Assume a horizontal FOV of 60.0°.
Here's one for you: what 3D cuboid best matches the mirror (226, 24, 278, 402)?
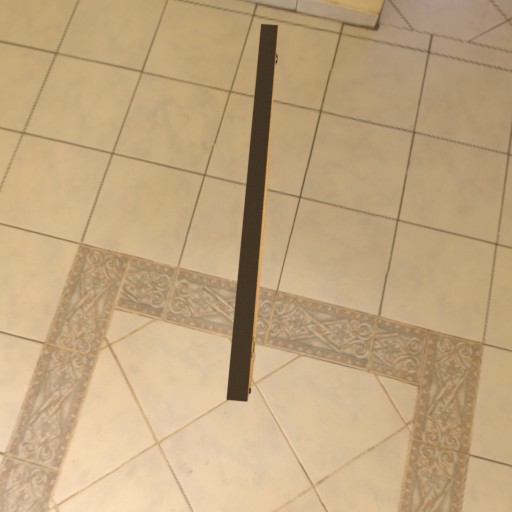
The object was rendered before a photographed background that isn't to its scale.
[{"bbox_3d":[0.000,0.000,1.340,0.041,1.016,0.762,4,76,1],"label":"mirror"}]
